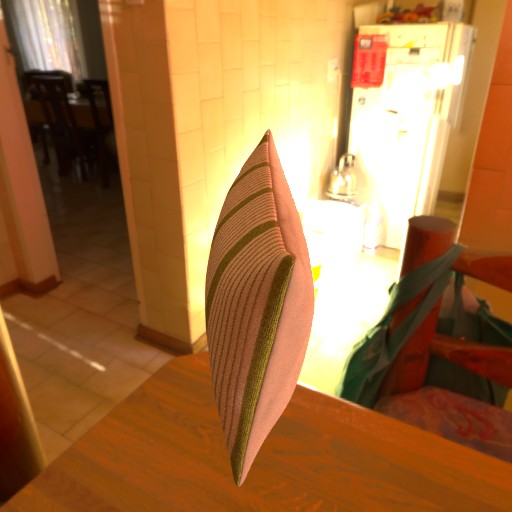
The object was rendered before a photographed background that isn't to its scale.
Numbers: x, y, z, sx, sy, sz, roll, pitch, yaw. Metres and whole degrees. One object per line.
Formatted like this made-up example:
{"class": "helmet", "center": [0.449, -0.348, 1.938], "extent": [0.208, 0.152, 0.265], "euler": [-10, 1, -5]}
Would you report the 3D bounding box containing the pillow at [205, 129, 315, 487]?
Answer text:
{"class": "pillow", "center": [0.000, 0.000, 0.712], "extent": [0.156, 0.292, 0.608], "euler": [0, 26, -1]}
